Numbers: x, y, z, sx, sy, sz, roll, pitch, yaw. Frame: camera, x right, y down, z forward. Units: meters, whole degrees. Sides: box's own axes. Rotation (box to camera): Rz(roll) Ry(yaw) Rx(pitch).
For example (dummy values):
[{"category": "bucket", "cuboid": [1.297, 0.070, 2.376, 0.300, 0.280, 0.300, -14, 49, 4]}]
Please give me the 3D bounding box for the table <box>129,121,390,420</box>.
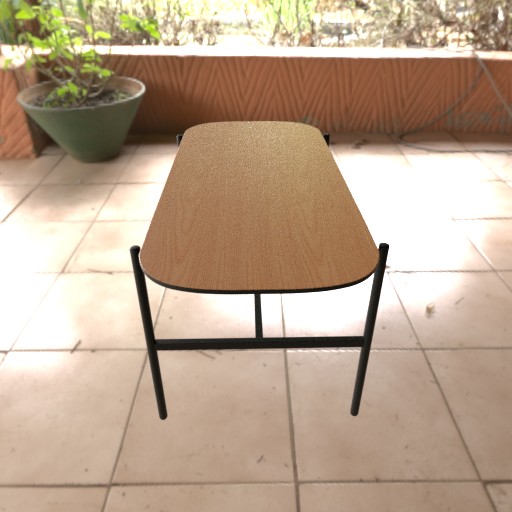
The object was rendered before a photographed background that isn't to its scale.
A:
[{"category": "table", "cuboid": [0.000, 0.000, 1.027, 0.400, 0.400, 0.800, -1, 32, -1]}]
